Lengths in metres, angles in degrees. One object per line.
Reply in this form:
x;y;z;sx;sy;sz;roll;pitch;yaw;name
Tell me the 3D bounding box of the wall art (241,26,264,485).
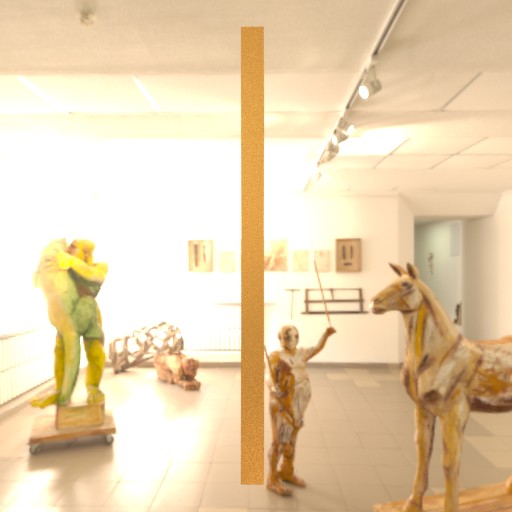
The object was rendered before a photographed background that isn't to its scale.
0.000;0.000;1.042;0.038;0.762;0.610;0;0;1;wall art
